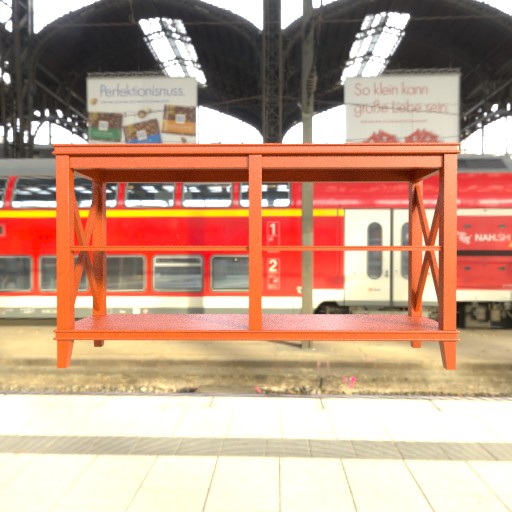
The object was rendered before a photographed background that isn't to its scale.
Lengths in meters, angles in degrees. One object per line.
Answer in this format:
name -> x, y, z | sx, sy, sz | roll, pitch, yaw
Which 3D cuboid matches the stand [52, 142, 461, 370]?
stand -> 0.000, 0.000, 1.680 | 1.372, 0.762, 0.381 | 0, 1, 1
